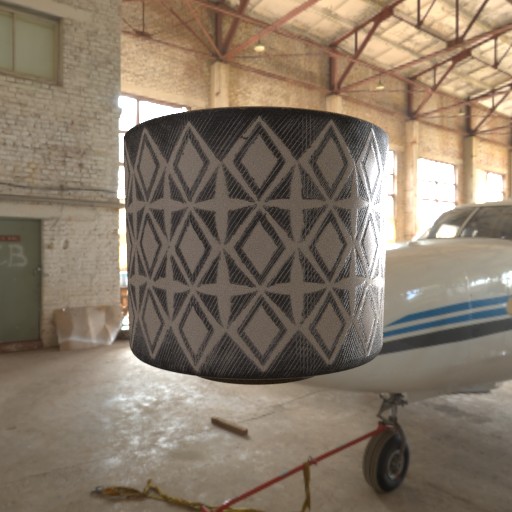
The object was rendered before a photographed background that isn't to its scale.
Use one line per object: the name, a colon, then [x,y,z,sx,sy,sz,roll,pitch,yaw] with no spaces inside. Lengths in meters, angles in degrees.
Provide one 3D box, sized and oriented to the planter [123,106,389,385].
planter: [0.000,0.000,0.336,0.192,0.165,0.192,0,1,0]
